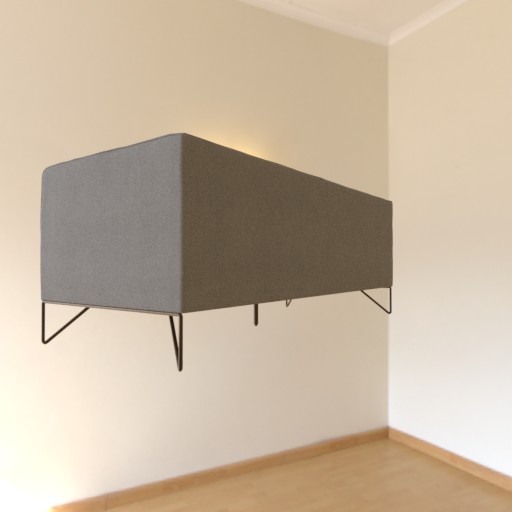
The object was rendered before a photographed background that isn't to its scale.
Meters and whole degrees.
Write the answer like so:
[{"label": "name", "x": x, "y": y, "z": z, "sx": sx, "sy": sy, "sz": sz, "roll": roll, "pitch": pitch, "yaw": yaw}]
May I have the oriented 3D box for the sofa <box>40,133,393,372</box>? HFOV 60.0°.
[{"label": "sofa", "x": 0.000, "y": 0.000, "z": 2.541, "sx": 0.912, "sy": 0.798, "sz": 2.079, "roll": -1, "pitch": -1, "yaw": 36}]
